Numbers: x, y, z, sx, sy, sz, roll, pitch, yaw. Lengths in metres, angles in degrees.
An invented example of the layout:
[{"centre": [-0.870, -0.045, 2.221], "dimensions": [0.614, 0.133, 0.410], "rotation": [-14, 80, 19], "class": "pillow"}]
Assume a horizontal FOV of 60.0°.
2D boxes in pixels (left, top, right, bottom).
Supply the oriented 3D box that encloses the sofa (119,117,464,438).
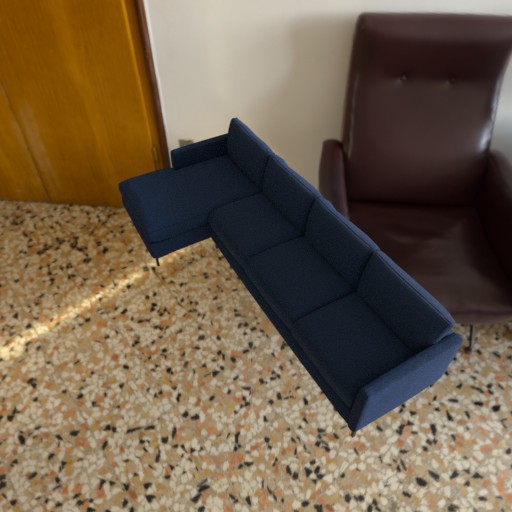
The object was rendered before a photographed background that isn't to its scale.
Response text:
[{"centre": [0.000, 0.000, 2.938], "dimensions": [1.128, 0.679, 2.450], "rotation": [-23, 51, -20], "class": "sofa"}]
